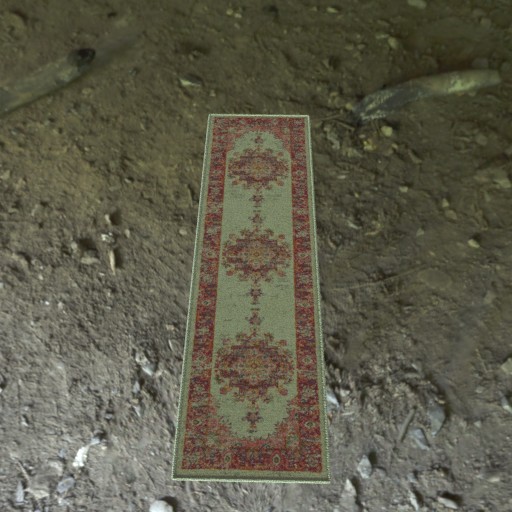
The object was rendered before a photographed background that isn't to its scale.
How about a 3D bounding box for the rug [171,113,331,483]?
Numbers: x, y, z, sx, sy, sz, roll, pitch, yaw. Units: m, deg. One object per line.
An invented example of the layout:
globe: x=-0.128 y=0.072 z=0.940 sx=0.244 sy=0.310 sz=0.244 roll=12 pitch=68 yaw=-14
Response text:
rug: x=0.000 y=0.000 z=2.005 sx=0.562 sy=0.009 sz=1.824 roll=1 pitch=60 yaw=1
